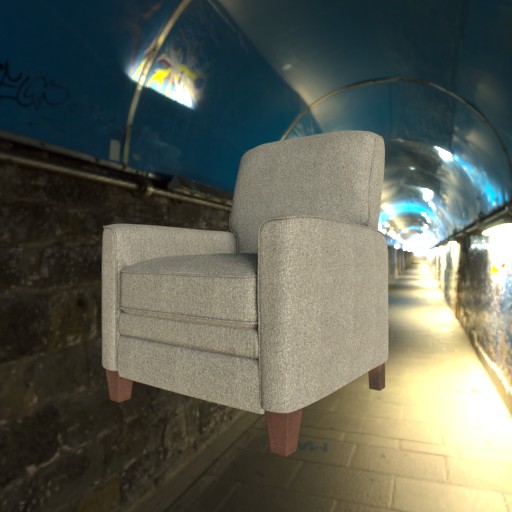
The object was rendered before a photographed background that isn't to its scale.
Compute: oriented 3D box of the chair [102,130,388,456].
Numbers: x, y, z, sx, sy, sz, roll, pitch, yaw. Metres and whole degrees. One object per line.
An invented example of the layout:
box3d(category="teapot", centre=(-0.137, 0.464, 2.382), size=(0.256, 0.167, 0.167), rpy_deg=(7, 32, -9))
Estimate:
box3d(category="chair", centre=(0.000, 0.000, 1.665), size=(0.841, 1.028, 0.858), rpy_deg=(0, 1, 36))
